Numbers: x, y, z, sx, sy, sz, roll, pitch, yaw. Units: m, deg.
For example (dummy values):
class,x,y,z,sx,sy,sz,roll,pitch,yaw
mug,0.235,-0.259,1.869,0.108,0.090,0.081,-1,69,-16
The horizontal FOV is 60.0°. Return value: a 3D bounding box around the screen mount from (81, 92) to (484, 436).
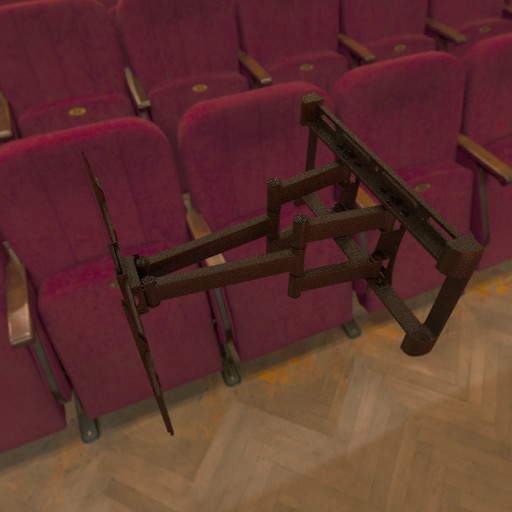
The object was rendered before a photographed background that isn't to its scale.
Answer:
class,x,y,z,sx,sy,sz,roll,pitch,yaw
screen mount,0.000,0.000,1.084,0.644,0.491,0.661,-17,49,-15
